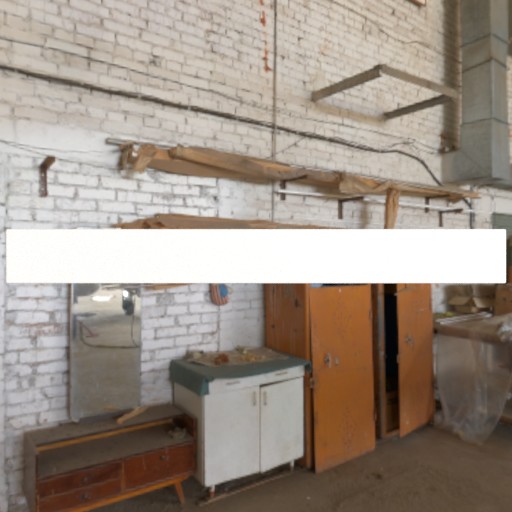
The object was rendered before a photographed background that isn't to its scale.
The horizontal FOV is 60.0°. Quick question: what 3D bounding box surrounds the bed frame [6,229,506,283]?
[{"bbox_3d":[0.000,0.000,1.486,1.300,0.141,0.670,0,0,0],"label":"bed frame"}]
